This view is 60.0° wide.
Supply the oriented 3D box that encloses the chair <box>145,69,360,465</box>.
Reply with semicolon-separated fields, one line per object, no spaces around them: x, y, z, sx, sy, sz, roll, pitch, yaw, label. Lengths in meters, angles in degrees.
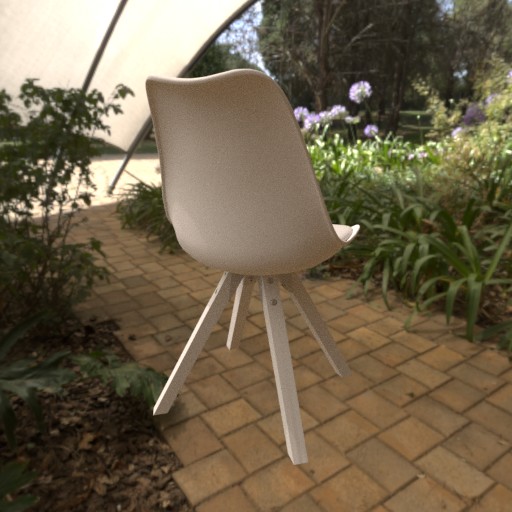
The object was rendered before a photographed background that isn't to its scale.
0.000;0.000;1.158;0.485;0.850;0.550;8;19;25;chair
